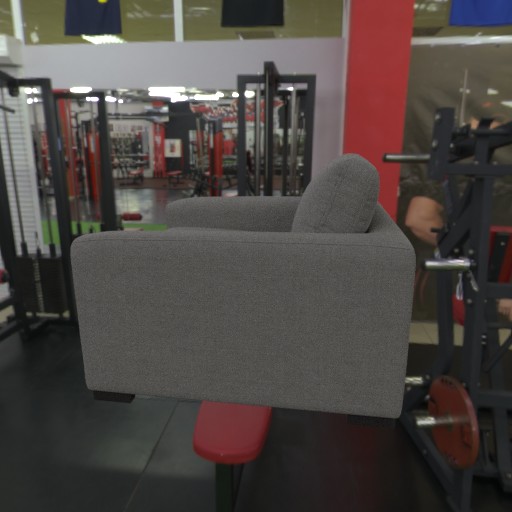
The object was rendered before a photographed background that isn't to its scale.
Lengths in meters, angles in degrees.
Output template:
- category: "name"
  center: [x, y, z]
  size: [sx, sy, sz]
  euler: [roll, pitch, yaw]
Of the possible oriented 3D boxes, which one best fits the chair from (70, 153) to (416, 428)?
- category: "chair"
  center: [0.000, 0.000, 1.885]
  size: [1.100, 0.847, 1.070]
  euler: [2, 15, 9]
